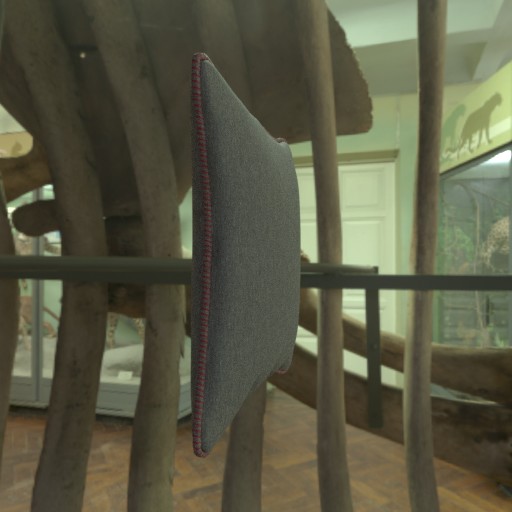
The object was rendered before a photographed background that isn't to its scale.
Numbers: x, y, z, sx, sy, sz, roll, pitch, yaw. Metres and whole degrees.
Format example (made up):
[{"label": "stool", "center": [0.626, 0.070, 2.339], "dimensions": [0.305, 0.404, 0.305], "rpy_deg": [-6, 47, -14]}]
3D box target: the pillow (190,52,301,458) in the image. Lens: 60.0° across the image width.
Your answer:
[{"label": "pillow", "center": [0.000, 0.000, 0.743], "dimensions": [0.124, 0.491, 0.482], "rpy_deg": [0, 0, 17]}]
